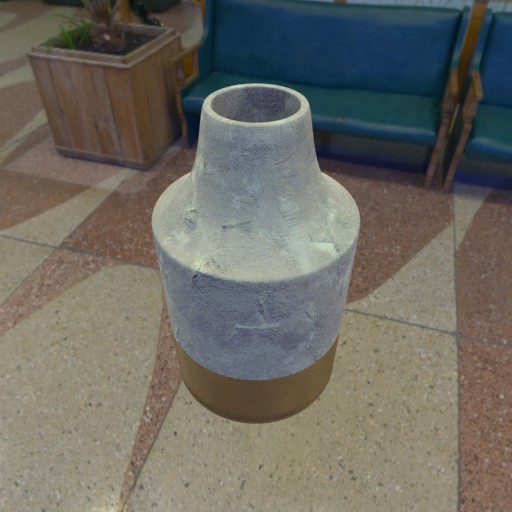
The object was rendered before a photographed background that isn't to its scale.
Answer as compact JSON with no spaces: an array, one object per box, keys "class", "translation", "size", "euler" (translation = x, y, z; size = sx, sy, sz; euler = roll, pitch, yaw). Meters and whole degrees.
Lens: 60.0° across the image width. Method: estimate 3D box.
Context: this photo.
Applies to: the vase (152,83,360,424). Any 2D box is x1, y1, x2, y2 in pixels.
[{"class":"vase","translation":[0.000,0.000,0.430],"size":[0.184,0.305,0.184],"euler":[0,41,0]}]
